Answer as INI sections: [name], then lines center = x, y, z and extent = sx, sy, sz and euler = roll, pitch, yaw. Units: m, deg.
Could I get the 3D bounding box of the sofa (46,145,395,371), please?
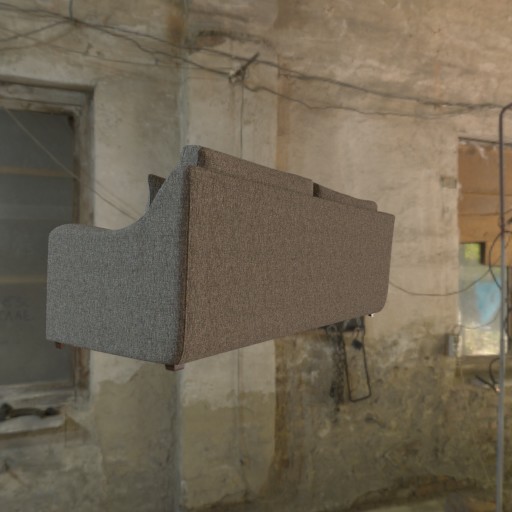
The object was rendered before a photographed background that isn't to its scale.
[sofa]
center = 0.000, 0.000, 2.996
extent = 1.103, 0.998, 2.418
euler = 0, 0, 36
